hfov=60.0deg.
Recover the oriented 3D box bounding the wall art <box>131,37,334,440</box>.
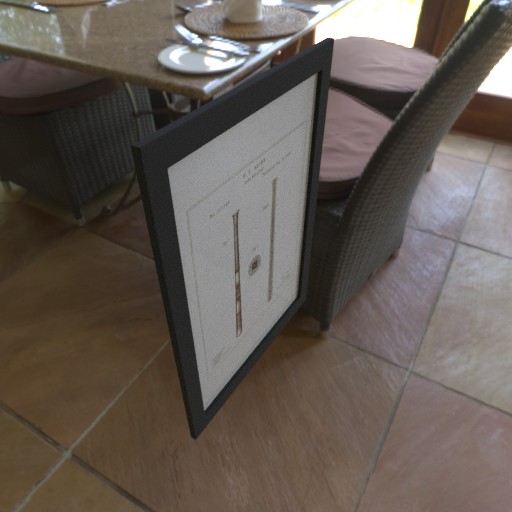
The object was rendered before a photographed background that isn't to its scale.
[{"bbox_3d":[0.000,0.000,0.670,0.012,0.529,0.374,24,47,24],"label":"wall art"}]
